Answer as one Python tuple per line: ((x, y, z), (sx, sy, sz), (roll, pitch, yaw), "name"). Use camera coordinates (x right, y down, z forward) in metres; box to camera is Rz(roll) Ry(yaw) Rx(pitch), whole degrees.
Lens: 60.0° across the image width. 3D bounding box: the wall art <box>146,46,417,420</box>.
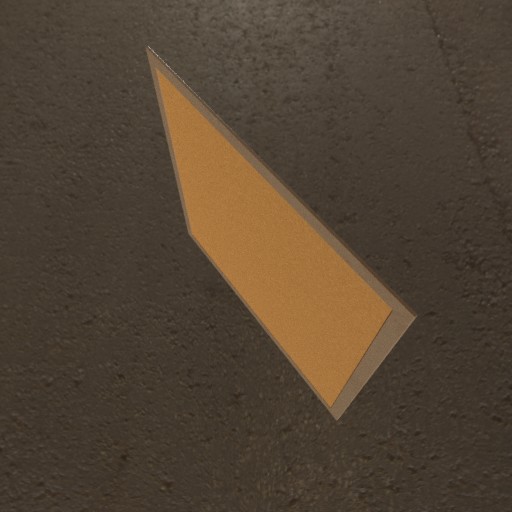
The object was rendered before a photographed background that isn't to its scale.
((0.000, 0.000, 1.642), (0.025, 1.067, 1.168), (-32, 64, -18), "wall art")
